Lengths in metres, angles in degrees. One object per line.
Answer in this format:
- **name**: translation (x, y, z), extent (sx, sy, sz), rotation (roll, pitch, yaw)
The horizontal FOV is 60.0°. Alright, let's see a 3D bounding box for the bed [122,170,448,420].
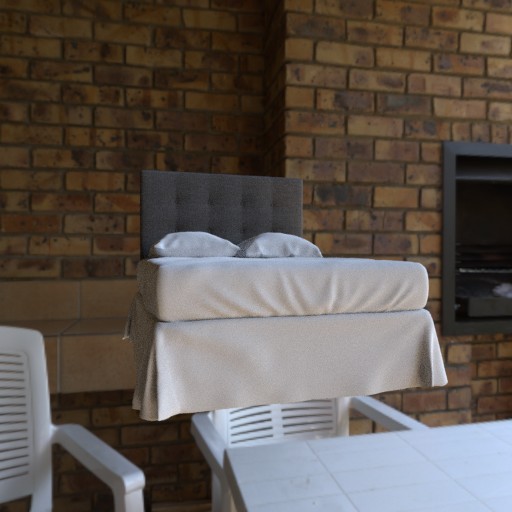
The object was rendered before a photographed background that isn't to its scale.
- **bed**: translation (0.000, 0.000, 3.407), extent (1.936, 1.577, 2.222), rotation (0, 1, -18)
